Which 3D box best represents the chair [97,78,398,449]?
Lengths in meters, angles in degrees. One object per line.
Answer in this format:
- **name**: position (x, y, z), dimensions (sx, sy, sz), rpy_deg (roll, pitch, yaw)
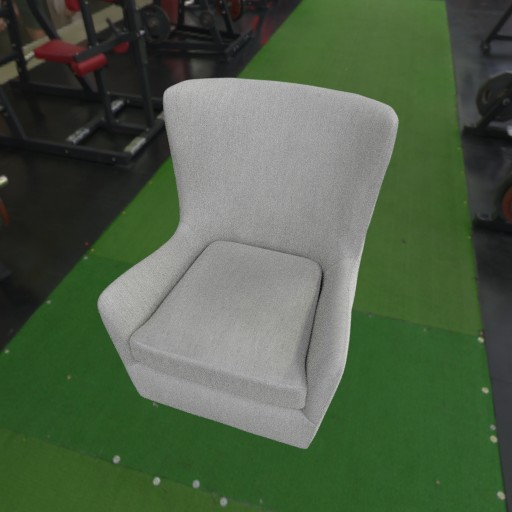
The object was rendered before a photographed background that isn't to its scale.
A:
- **chair**: position (0.000, 0.000, 1.616), dimensions (0.779, 1.000, 0.904), rpy_deg (13, 44, 13)
